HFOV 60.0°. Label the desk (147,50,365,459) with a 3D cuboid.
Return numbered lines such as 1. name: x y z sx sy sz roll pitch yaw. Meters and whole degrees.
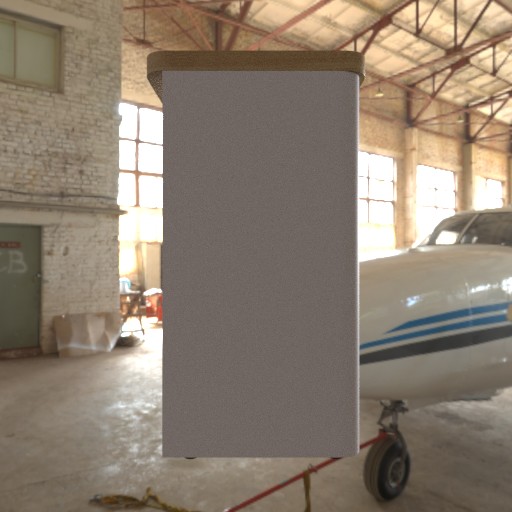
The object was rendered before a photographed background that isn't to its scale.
1. desk: 0.000 0.000 1.232 0.440 0.790 0.760 0 0 0
